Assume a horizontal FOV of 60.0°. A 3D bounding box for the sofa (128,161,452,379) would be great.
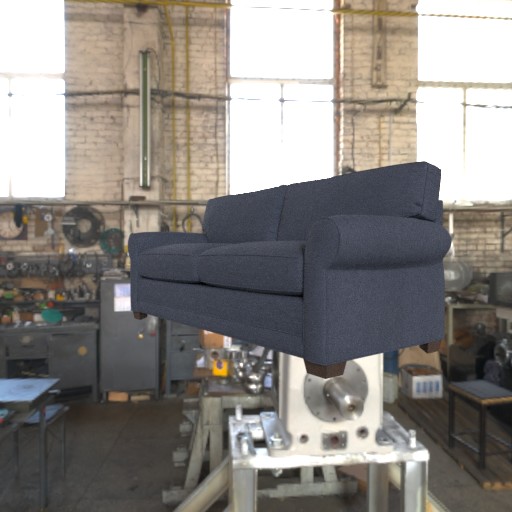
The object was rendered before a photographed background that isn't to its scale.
[{"bbox_3d":[0.000,0.000,2.997,0.954,1.026,2.391,0,1,-37],"label":"sofa"}]
